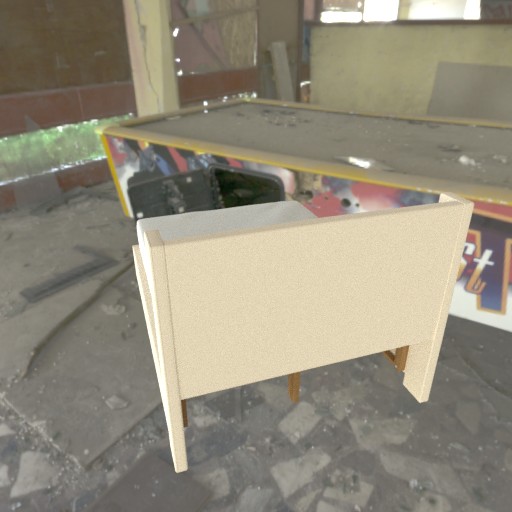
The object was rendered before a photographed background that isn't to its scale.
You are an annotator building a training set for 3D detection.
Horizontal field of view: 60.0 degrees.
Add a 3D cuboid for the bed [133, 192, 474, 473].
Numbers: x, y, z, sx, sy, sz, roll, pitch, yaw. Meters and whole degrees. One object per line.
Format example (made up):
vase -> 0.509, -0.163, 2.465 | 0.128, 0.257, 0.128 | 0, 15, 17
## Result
bed -> 0.000, 0.000, 3.464 | 1.765, 1.471, 2.280 | -9, 28, -17
